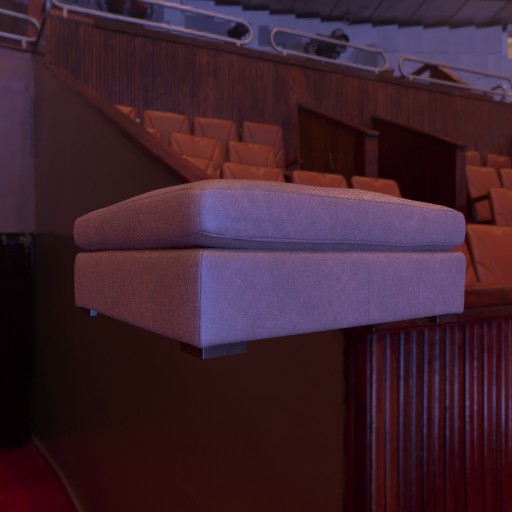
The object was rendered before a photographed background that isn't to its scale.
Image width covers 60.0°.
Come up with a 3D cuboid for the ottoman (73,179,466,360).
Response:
[{"bbox_3d":[0.000,0.000,1.786,1.168,0.490,1.168,0,0,-36],"label":"ottoman"}]
